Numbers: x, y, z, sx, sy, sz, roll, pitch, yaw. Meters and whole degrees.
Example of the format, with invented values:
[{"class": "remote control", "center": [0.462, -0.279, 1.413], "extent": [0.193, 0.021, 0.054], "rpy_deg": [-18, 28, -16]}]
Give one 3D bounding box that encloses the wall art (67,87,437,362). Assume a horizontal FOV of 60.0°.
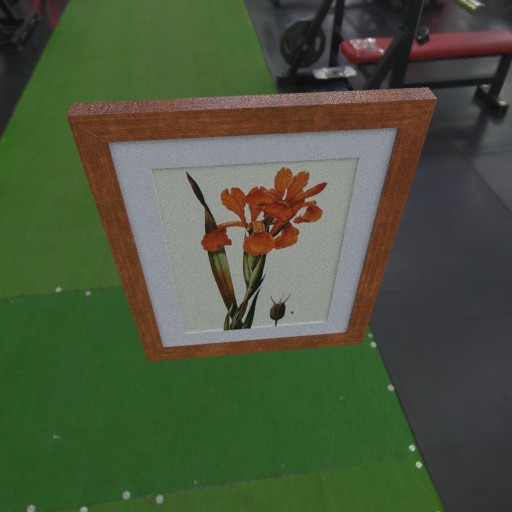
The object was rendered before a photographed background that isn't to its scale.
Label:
[{"class": "wall art", "center": [0.000, 0.000, 0.770], "extent": [0.467, 0.567, 0.033], "rpy_deg": [-4, 46, -4]}]
